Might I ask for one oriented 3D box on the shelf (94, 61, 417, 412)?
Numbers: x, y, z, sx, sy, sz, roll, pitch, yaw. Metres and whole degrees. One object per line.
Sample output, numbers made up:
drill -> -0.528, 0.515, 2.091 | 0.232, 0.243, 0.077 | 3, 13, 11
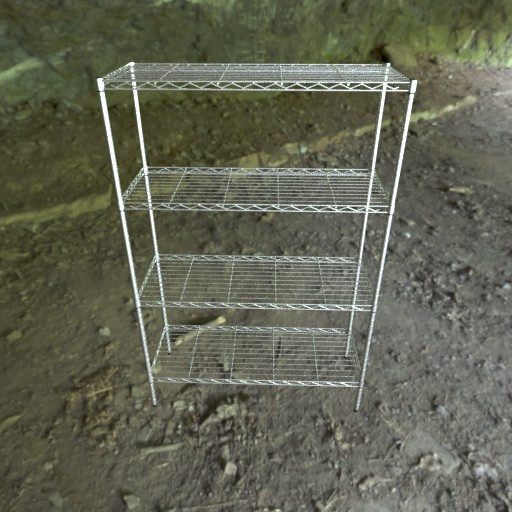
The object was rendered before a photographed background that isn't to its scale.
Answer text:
shelf -> 0.000, 0.000, 1.734 | 0.907, 1.360, 0.352 | 1, 31, 2
